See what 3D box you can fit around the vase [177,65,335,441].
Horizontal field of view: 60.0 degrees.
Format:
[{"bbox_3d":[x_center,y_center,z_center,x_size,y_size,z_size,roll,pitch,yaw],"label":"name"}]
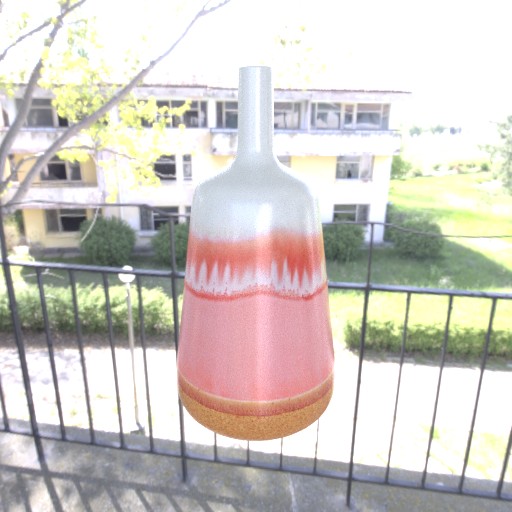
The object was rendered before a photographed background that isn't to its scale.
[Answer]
[{"bbox_3d":[0.000,0.000,0.377,0.144,0.296,0.144,0,17,0],"label":"vase"}]
